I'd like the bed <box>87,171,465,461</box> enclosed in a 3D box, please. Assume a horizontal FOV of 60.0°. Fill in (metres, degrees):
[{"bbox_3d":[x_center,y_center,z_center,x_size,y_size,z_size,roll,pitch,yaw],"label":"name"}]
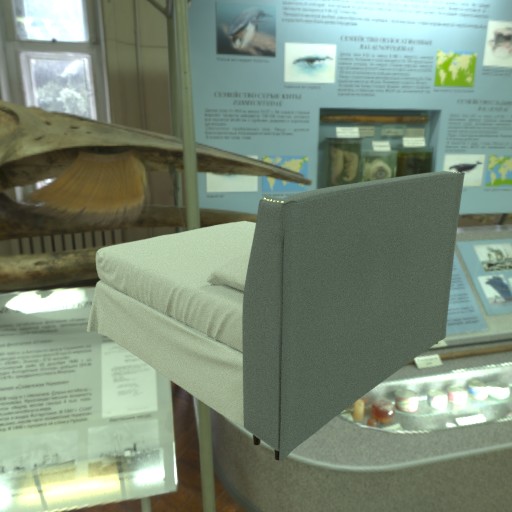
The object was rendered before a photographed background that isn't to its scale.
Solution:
[{"bbox_3d":[0.000,0.000,3.402,1.925,1.332,2.276,-15,22,-42],"label":"bed"}]
